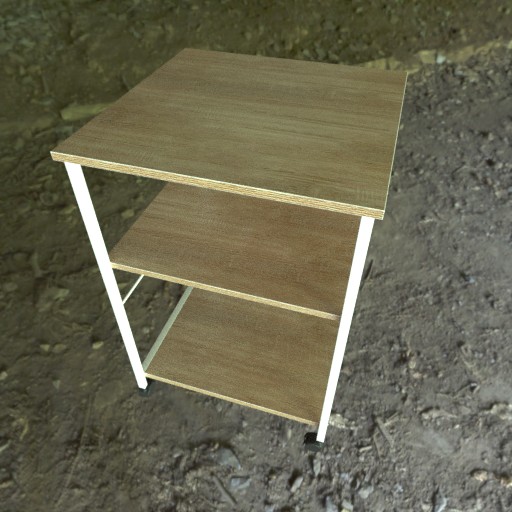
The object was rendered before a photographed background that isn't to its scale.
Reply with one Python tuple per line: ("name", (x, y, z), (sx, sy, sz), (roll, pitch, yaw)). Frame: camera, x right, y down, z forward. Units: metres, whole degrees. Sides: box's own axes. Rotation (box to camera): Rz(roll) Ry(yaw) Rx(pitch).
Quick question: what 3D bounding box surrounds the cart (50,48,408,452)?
("cart", (0.000, 0.000, 1.085), (0.521, 0.762, 0.520), (12, 44, 13))
